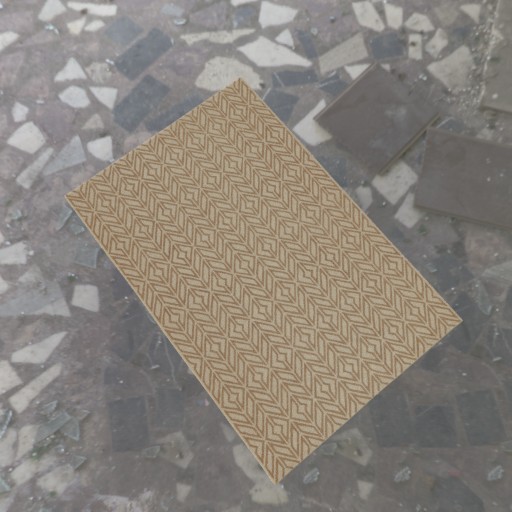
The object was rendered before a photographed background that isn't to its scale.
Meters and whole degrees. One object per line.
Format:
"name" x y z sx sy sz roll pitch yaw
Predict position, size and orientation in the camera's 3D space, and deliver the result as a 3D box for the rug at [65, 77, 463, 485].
"rug" 0.000 0.000 2.328 1.220 0.007 1.828 -37 78 -9
